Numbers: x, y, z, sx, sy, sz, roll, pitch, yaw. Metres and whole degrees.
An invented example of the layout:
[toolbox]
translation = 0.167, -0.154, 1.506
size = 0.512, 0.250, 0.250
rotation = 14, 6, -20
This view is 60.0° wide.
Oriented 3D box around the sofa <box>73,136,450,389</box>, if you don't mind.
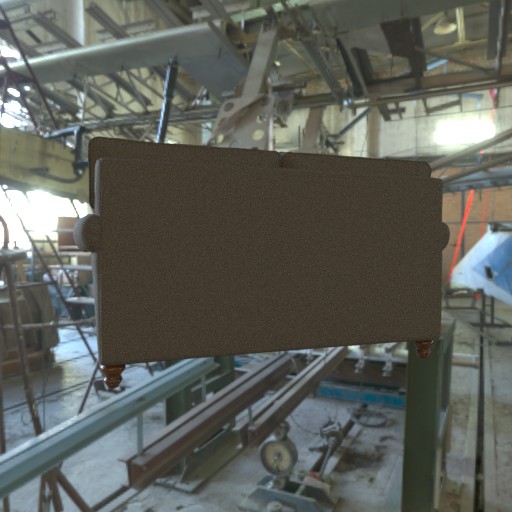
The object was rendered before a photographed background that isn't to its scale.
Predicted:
[sofa]
translation = 0.000, 0.000, 2.205
size = 1.665, 0.937, 0.964
rotation = 0, 1, -18
